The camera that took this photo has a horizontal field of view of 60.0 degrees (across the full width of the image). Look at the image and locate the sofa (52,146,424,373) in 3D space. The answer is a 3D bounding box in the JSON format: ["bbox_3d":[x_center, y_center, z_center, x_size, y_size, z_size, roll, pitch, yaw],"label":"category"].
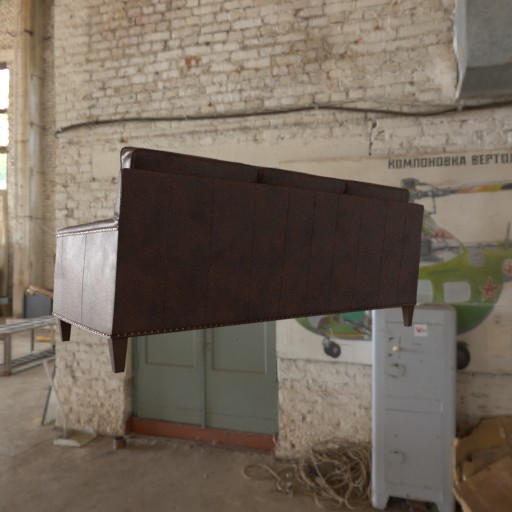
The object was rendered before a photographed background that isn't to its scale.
[{"bbox_3d":[0.000,0.000,2.868,2.240,1.003,1.084,0,0,-37],"label":"sofa"}]
